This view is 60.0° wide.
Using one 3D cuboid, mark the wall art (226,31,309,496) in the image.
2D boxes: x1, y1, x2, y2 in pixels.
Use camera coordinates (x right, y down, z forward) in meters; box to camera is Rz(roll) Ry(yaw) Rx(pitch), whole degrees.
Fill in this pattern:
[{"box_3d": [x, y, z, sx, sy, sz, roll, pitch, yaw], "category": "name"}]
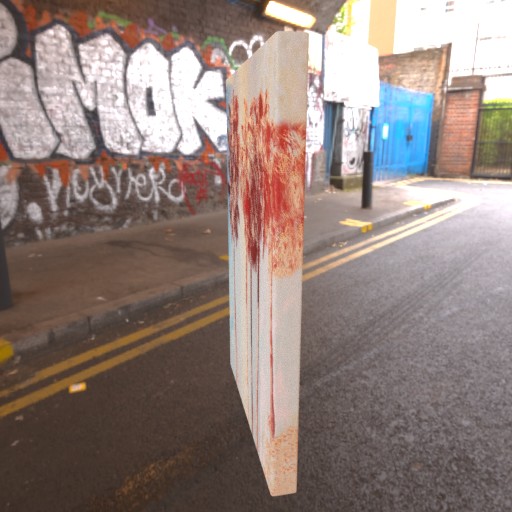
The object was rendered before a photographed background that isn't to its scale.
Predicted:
[{"box_3d": [0.000, 0.000, 0.750, 0.038, 0.610, 0.401, -3, 15, -11], "category": "wall art"}]
